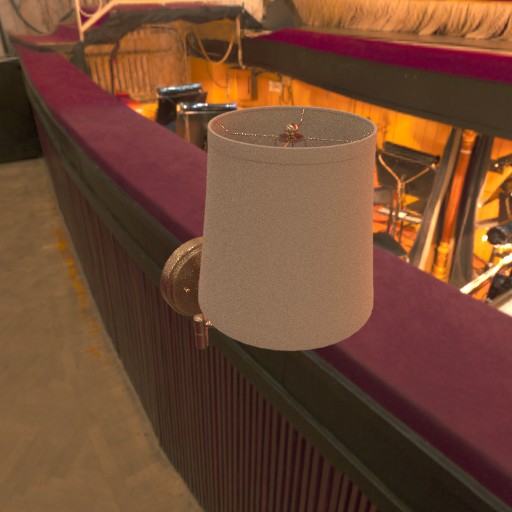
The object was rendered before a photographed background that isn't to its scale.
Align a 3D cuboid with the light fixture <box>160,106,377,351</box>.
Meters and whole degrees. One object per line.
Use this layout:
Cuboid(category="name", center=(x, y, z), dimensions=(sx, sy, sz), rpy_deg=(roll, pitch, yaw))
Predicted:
Cuboid(category="light fixture", center=(0.000, 0.000, 0.605), dimensions=(0.223, 0.381, 0.348), rpy_deg=(-21, 36, -31))
